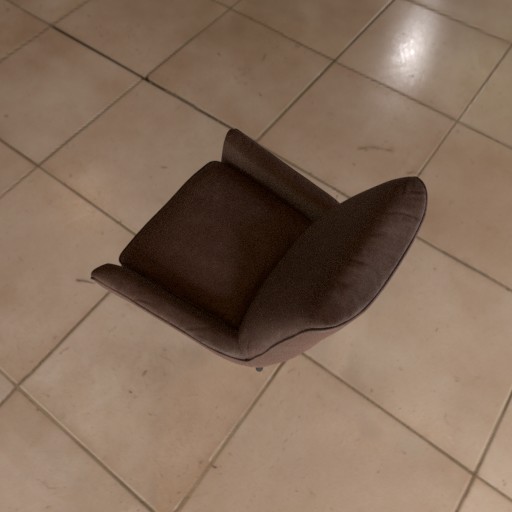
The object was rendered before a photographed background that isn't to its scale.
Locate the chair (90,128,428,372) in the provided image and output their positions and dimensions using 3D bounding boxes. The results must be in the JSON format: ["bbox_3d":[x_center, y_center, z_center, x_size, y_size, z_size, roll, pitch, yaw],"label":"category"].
[{"bbox_3d":[0.000,0.000,1.514,0.824,0.888,0.787,32,67,15],"label":"chair"}]
